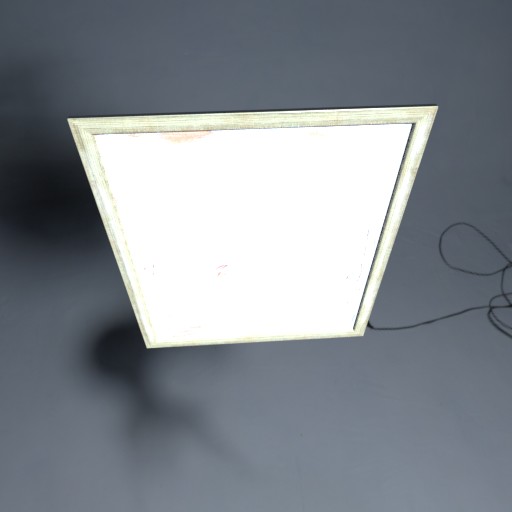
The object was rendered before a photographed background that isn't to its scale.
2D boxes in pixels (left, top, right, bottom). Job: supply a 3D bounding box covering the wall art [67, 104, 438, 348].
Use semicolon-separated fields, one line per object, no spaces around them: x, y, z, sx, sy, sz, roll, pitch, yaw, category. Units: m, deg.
0.000;0.000;0.783;0.483;0.559;0.009;-3;48;-3;wall art
